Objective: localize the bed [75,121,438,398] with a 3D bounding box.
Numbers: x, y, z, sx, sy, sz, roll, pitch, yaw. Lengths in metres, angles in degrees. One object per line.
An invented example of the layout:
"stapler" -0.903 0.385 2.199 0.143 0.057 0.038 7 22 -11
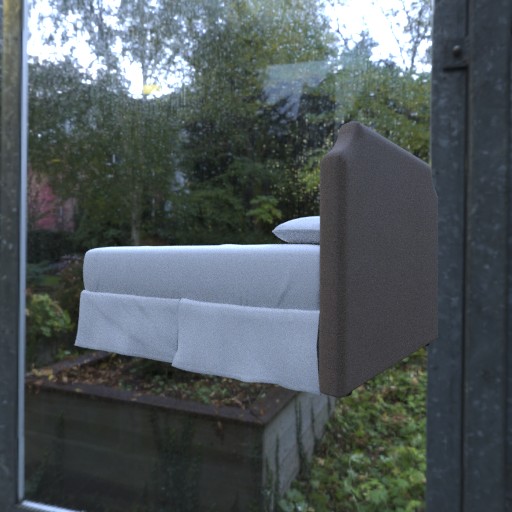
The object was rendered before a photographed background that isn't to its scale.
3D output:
"bed" 0.000 0.000 3.200 2.116 1.290 1.693 0 0 36
